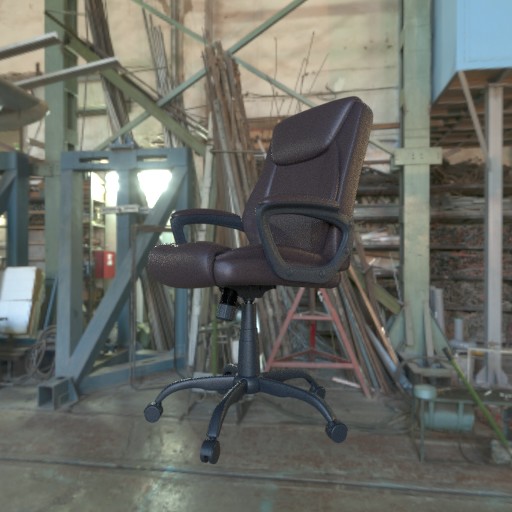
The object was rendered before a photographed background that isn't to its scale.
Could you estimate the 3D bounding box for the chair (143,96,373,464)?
[{"bbox_3d":[0.000,0.000,1.464,0.655,1.072,0.615,0,0,-37],"label":"chair"}]
